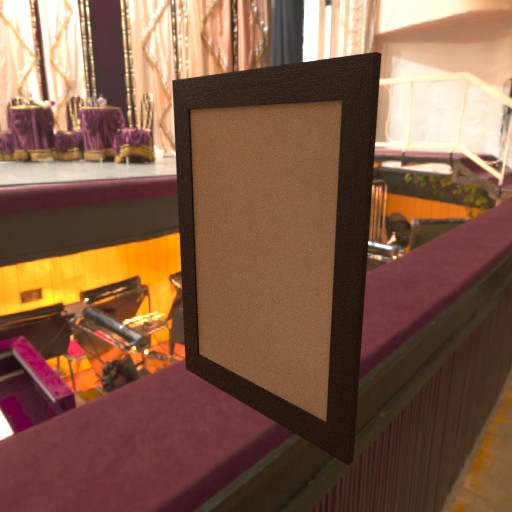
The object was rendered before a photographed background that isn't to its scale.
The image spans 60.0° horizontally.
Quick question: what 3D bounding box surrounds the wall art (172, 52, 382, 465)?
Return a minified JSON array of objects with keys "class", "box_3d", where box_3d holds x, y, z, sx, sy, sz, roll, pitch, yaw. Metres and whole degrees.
[{"class":"wall art","box_3d":[0.000,0.000,0.649,0.359,0.508,0.013,15,21,43]}]
